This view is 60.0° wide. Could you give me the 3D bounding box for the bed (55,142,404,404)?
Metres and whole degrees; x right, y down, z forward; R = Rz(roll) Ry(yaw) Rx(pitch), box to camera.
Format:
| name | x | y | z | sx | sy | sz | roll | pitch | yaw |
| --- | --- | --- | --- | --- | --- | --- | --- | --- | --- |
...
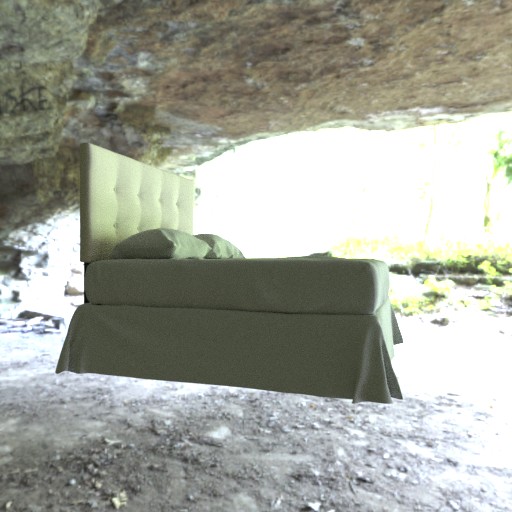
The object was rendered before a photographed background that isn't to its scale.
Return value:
| name | x | y | z | sx | sy | sz | roll | pitch | yaw |
| --- | --- | --- | --- | --- | --- | --- | --- | --- | --- |
| bed | 0.000 | 0.000 | 3.512 | 2.222 | 1.577 | 1.936 | 0 | 0 | 19 |
